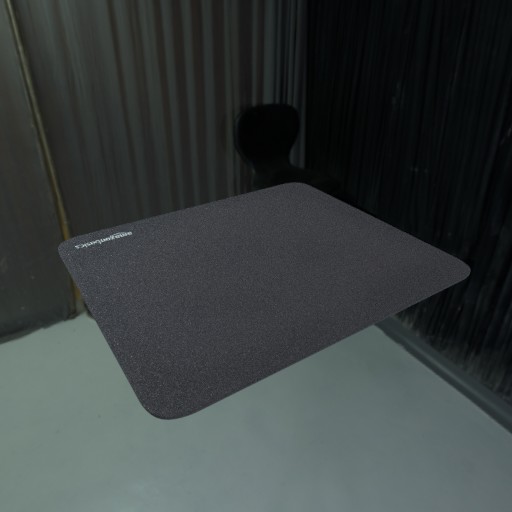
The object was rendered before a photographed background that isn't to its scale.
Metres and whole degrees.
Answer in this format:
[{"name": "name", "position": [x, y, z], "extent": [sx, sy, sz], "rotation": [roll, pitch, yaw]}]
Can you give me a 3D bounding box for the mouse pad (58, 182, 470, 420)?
[{"name": "mouse pad", "position": [0.000, 0.000, 0.427], "extent": [0.315, 0.002, 0.269], "rotation": [-19, 35, -28]}]
